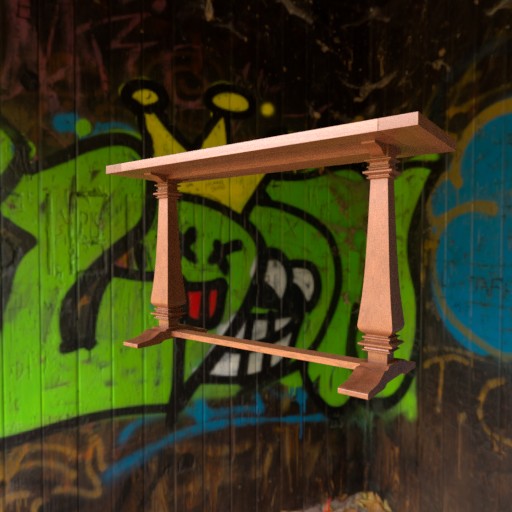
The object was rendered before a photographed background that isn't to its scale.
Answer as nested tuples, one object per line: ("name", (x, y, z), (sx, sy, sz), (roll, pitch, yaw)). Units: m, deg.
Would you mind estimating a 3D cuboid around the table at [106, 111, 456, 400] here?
("table", (0.000, 0.000, 1.882), (1.478, 0.852, 0.461), (1, 2, 37))
